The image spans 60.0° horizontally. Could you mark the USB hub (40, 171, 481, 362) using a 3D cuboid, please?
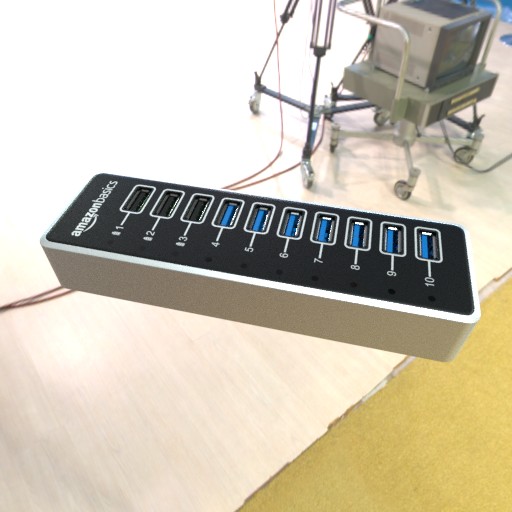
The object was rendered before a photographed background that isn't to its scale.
[{"bbox_3d":[0.000,0.000,0.162,0.145,0.023,0.044,10,47,9],"label":"USB hub"}]
